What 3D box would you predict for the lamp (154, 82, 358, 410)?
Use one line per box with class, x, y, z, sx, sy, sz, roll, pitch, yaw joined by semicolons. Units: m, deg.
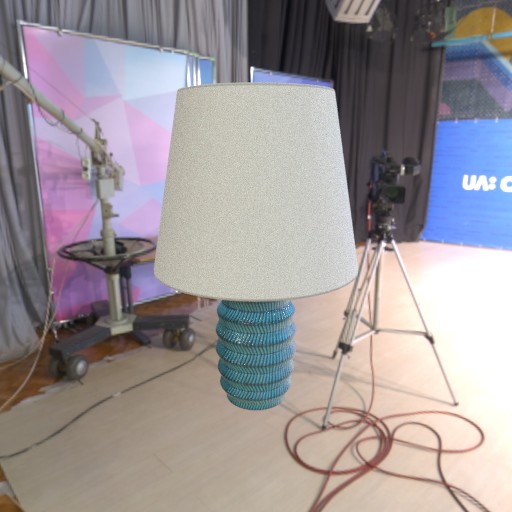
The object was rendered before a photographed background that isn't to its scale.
lamp;0.000;0.000;0.561;0.254;0.392;0.254;0;15;0
